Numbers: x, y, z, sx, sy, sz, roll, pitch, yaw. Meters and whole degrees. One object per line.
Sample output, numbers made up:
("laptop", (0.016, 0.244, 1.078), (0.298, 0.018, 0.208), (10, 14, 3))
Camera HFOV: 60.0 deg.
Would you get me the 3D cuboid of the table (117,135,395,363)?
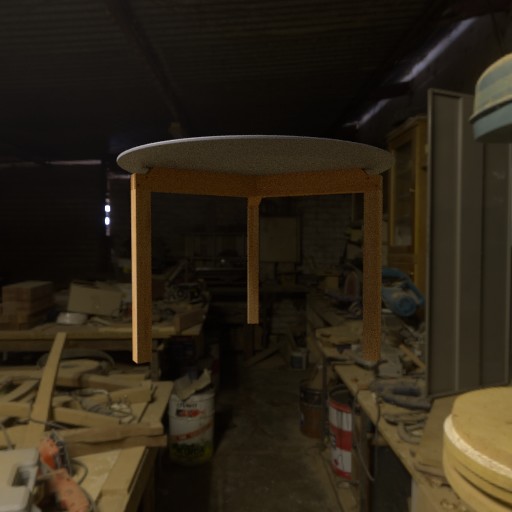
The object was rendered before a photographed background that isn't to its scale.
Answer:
("table", (0.000, 0.000, 1.010), (0.600, 0.405, 0.600), (0, 2, 0))
